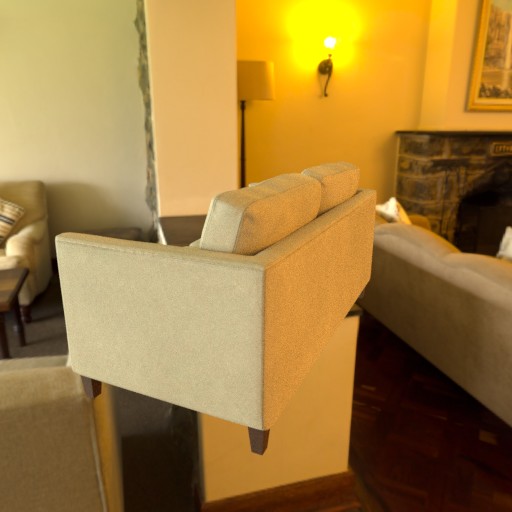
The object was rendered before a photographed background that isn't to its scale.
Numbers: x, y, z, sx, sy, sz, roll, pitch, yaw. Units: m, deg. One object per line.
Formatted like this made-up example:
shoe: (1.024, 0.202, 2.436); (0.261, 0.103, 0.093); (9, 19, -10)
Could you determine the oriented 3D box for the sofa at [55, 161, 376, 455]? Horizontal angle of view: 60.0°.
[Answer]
sofa: (0.000, 0.000, 2.408); (0.950, 0.940, 1.846); (8, 18, 24)
